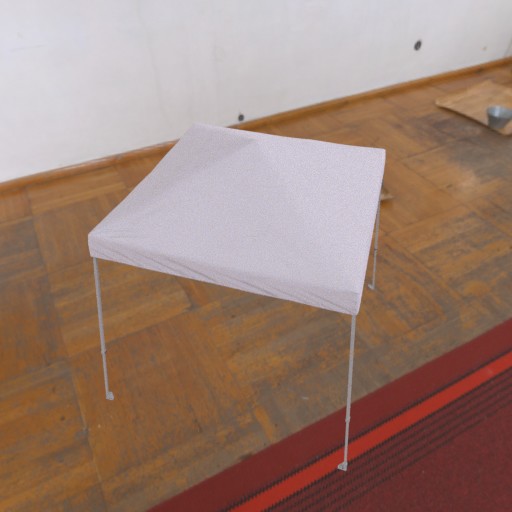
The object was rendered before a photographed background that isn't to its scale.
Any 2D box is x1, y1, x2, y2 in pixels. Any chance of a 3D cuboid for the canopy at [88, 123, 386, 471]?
[{"bbox_3d":[0.000,0.000,5.028,2.850,2.850,2.849,12,43,13],"label":"canopy"}]
